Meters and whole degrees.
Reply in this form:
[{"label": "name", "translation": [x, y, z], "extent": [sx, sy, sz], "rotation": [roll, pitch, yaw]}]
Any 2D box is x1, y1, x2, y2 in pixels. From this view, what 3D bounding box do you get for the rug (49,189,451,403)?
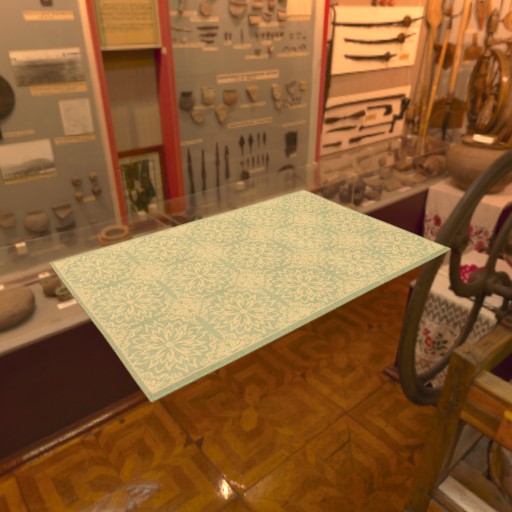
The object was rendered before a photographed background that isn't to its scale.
[{"label": "rug", "translation": [0.000, 0.000, 3.617], "extent": [2.746, 0.018, 1.819], "rotation": [-20, 35, -32]}]
